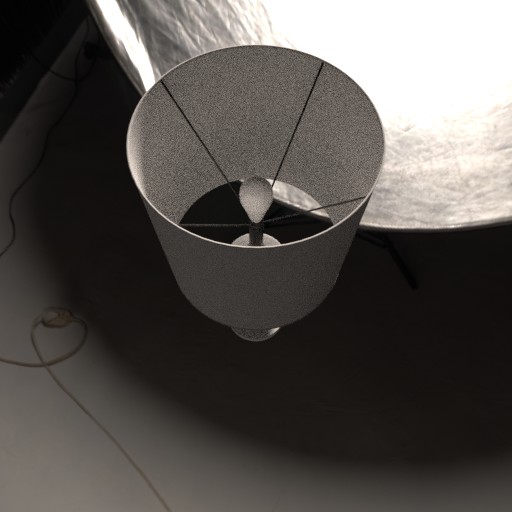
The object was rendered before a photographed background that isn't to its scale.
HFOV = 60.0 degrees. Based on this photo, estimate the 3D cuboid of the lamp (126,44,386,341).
[{"bbox_3d":[0.000,0.000,0.564,0.208,0.455,0.208,14,65,7],"label":"lamp"}]
